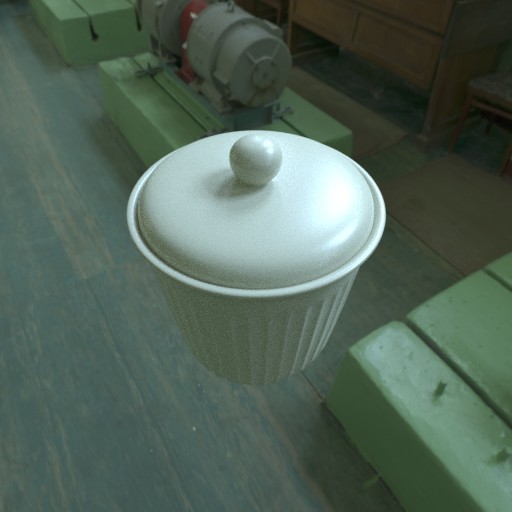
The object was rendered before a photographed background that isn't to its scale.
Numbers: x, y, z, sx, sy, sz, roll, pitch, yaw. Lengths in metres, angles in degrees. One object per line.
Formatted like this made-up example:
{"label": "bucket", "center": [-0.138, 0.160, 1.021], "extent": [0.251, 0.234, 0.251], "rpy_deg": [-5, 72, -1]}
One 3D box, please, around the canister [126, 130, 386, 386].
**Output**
{"label": "canister", "center": [0.000, 0.000, 0.357], "extent": [0.181, 0.211, 0.181], "rpy_deg": [0, 45, 0]}
